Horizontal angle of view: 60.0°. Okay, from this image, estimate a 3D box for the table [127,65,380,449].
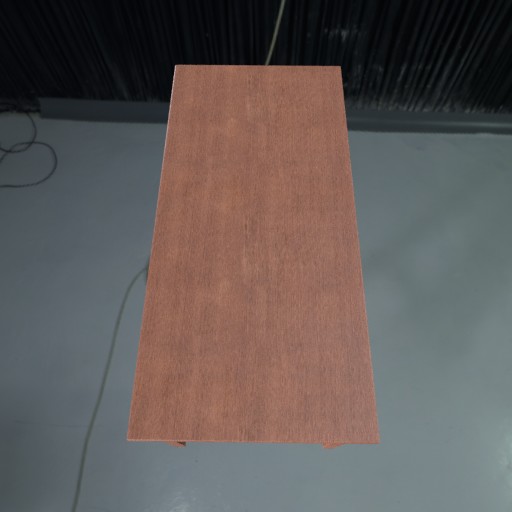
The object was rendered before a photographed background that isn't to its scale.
[{"bbox_3d":[0.000,0.000,1.272,0.483,0.457,1.016,1,64,0],"label":"table"}]
